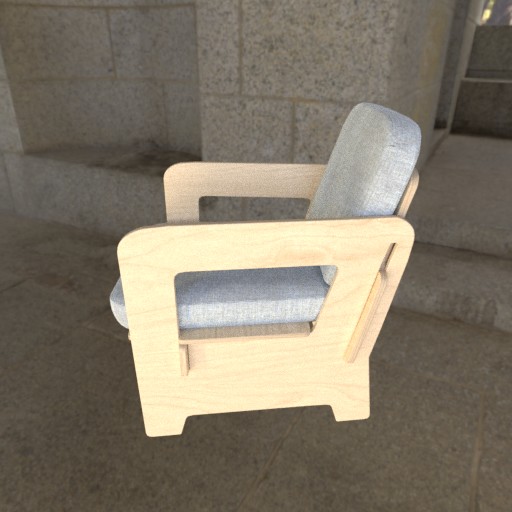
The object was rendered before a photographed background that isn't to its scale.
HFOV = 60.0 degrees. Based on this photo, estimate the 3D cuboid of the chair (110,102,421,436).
[{"bbox_3d":[0.000,0.000,1.250,0.710,0.800,0.590,0,25,-1],"label":"chair"}]
